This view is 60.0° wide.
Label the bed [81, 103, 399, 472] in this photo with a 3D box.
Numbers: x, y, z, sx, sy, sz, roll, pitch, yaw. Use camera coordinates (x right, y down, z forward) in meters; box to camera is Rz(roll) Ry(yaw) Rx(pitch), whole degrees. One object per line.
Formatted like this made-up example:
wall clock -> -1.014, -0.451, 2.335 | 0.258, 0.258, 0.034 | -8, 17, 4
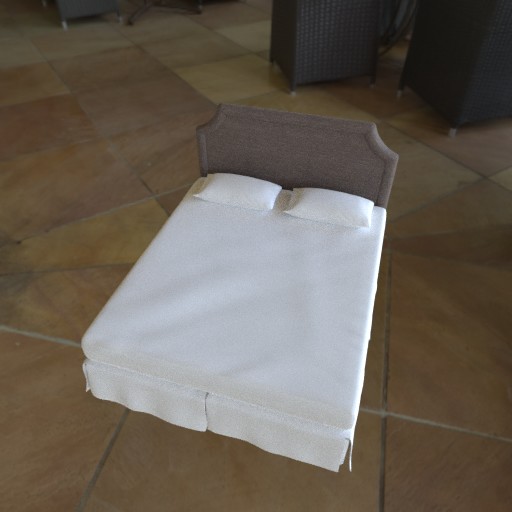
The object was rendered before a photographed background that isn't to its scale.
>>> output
bed -> 0.000, 0.000, 4.094 | 2.350, 1.590, 2.773 | 12, 44, 12
